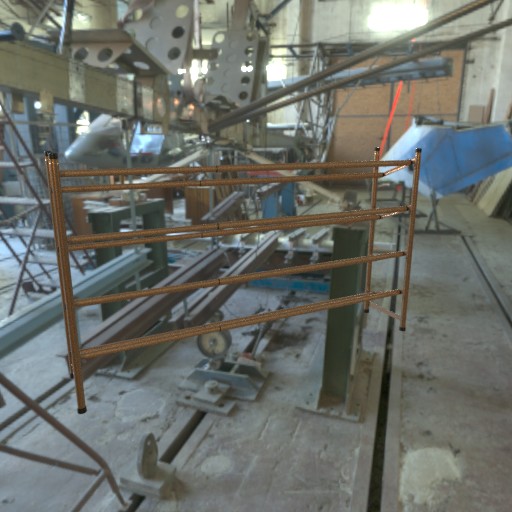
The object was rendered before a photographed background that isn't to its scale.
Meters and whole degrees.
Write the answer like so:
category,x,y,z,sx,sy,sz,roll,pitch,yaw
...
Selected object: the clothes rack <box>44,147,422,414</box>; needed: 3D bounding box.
category,x,y,z,sx,sy,sz,roll,pitch,yaw
clothes rack,0.000,0.000,1.435,1.168,0.672,0.229,-7,16,-26
